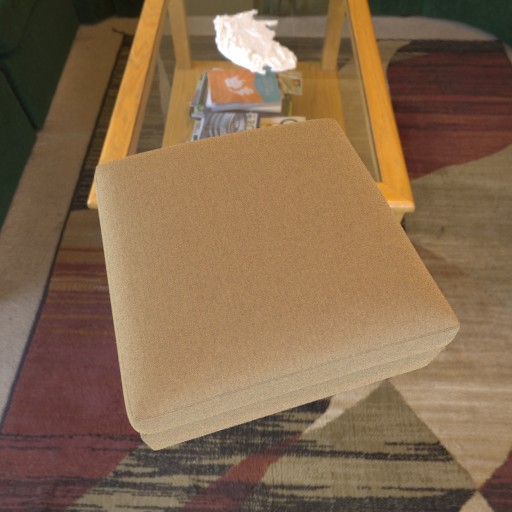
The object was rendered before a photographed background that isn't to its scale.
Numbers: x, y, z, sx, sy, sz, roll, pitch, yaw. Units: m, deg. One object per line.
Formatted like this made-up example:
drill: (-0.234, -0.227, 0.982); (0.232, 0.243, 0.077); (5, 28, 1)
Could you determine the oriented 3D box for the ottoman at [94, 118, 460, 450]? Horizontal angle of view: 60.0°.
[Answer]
ottoman: (0.000, 0.000, 1.633); (1.041, 0.470, 1.041); (-14, 58, -9)
